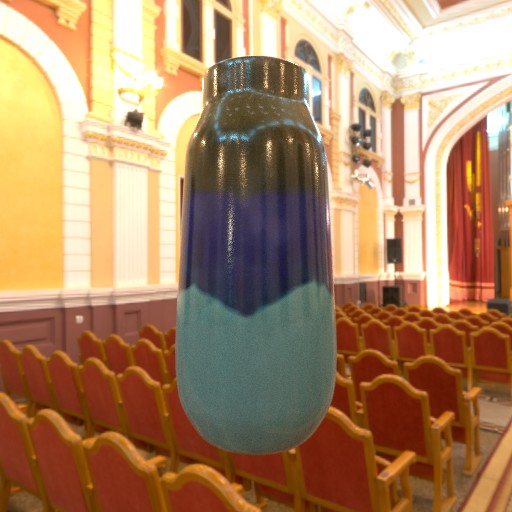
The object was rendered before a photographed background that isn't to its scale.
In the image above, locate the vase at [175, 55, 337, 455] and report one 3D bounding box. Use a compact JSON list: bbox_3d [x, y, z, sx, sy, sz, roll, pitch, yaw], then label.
[{"bbox_3d":[0.000,0.000,0.387,0.139,0.313,0.139,0,-1,0],"label":"vase"}]
